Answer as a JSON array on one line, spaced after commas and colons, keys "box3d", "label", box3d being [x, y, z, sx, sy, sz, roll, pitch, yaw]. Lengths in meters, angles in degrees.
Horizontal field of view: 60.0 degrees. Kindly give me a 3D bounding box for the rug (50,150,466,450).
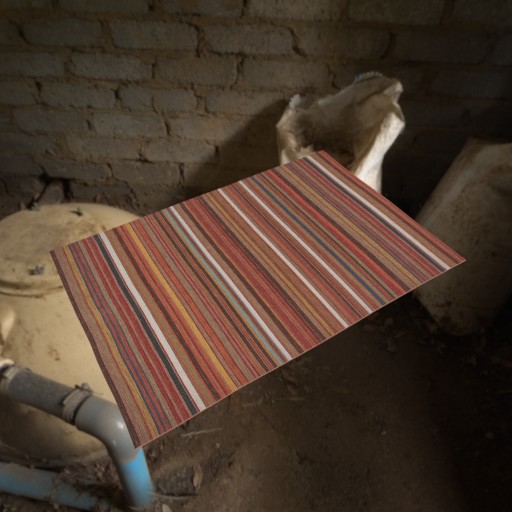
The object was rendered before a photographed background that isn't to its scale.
[{"box3d": [0.000, 0.000, 2.331, 1.828, 0.007, 1.217, -24, 51, -22], "label": "rug"}]
